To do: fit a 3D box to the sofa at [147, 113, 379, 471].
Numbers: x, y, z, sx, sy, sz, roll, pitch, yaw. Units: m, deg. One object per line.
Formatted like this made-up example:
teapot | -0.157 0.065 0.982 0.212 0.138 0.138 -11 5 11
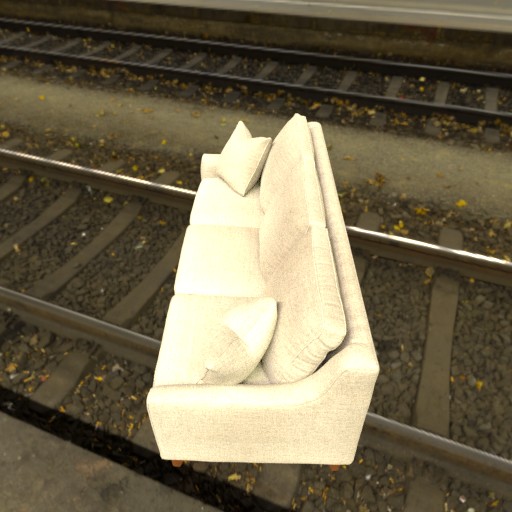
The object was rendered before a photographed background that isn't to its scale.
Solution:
sofa | 0.000 0.000 2.472 0.865 0.914 2.031 1 40 1
